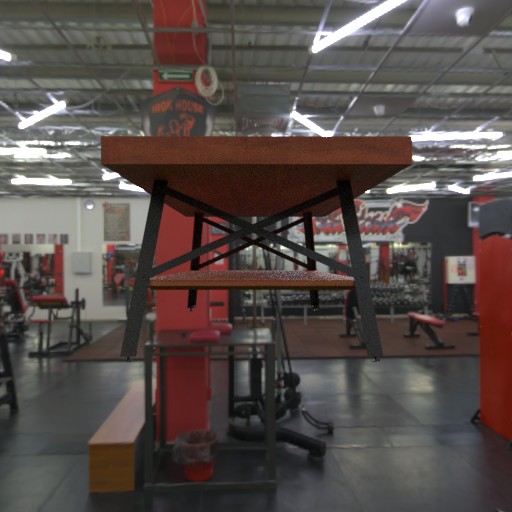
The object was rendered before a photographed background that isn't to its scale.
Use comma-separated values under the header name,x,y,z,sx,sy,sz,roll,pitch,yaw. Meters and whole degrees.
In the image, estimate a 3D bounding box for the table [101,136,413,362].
name,x,y,z,sx,sy,sz,roll,pitch,yaw
table,0.000,0.000,1.393,0.610,0.457,1.067,0,0,0
